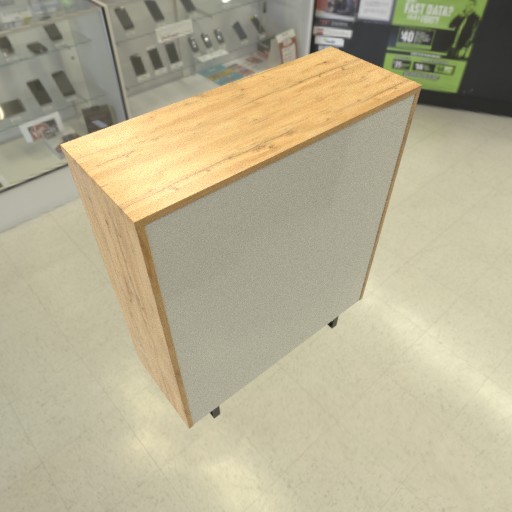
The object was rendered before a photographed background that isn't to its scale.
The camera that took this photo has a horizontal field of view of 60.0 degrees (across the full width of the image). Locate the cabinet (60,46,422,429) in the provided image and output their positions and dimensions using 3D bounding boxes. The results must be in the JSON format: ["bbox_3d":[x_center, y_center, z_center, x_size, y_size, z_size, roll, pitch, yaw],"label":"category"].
[{"bbox_3d":[0.000,0.000,1.977,1.168,1.397,0.473,-31,54,-26],"label":"cabinet"}]
